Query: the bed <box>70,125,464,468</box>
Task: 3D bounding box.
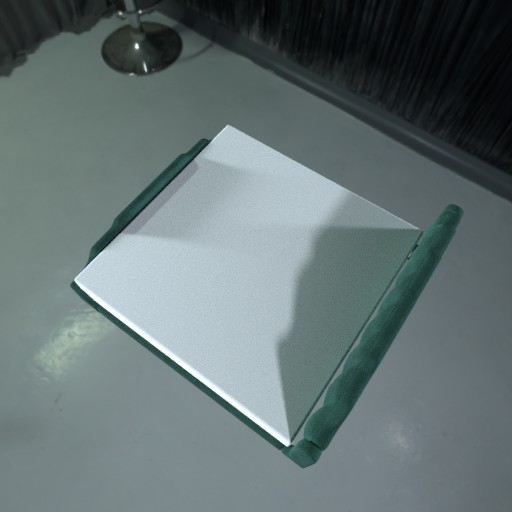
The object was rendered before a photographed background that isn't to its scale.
[{"bbox_3d":[0.000,0.000,3.543,2.340,1.245,2.074,32,67,16],"label":"bed"}]
